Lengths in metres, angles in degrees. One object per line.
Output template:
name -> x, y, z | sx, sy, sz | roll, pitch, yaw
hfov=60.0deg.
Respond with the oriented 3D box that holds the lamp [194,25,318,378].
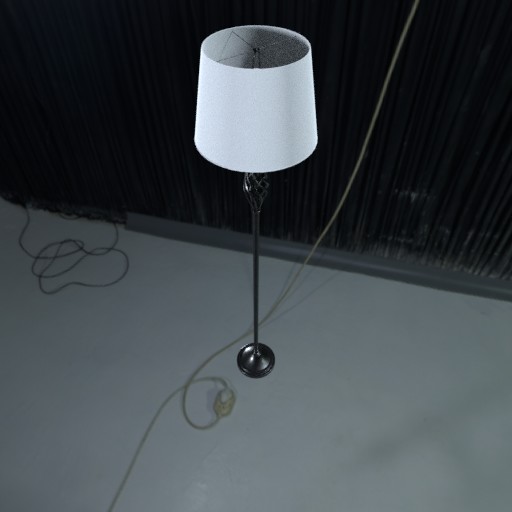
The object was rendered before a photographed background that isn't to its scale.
lamp -> 0.000, 0.000, 1.764 | 0.379, 1.623, 0.379 | 0, 47, 0
